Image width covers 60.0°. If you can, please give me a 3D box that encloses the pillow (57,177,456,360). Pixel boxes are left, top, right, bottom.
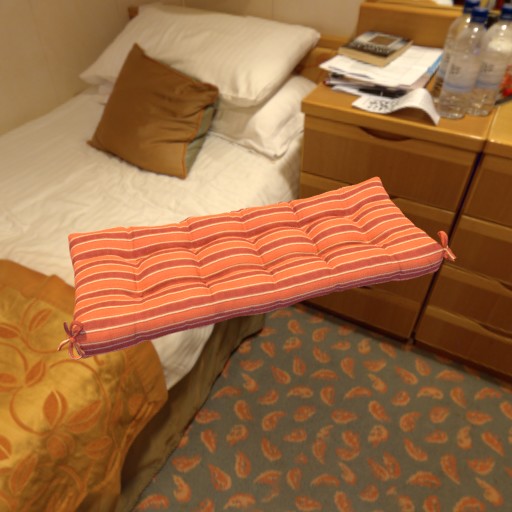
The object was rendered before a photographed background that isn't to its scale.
[{"bbox_3d":[0.000,0.000,1.389,1.194,0.174,0.511,-12,43,-13],"label":"pillow"}]
